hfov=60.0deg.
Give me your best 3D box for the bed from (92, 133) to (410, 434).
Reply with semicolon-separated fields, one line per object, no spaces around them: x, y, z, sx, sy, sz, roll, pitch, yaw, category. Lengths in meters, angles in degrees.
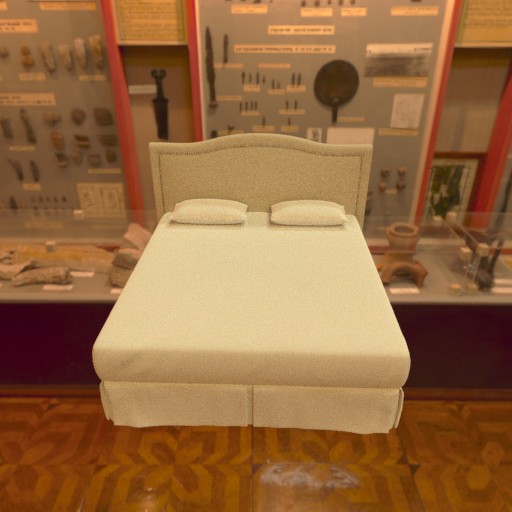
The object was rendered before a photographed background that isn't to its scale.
0.000;0.000;3.505;2.083;1.421;2.182;1;29;2;bed
